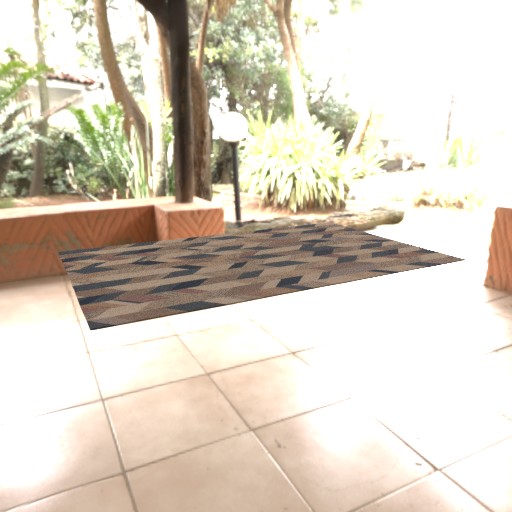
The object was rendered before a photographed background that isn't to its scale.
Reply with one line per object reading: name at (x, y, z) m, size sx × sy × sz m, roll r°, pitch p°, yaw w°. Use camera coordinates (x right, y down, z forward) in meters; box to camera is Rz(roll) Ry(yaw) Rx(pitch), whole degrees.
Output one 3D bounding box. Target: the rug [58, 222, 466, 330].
rug at (0.000, 0.000, 3.093) m, size 2.423 × 0.008 × 1.513 m, roll -8°, pitch 17°, yaw -27°
